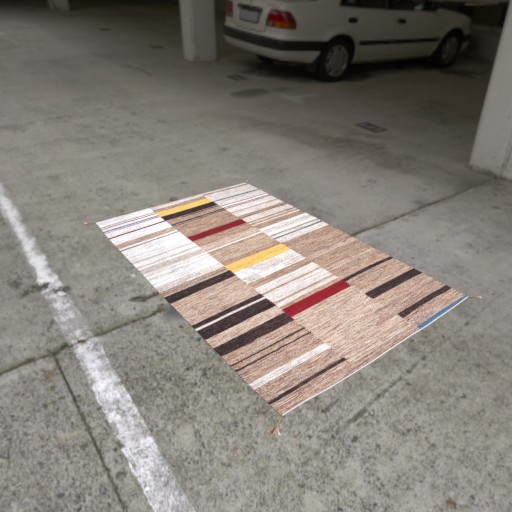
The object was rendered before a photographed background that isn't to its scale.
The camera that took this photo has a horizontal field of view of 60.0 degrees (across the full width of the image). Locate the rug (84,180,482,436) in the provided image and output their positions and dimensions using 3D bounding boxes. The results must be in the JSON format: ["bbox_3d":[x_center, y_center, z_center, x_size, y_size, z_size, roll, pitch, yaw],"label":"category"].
[{"bbox_3d":[0.000,0.000,2.398,1.268,0.007,1.918,-21,37,-31],"label":"rug"}]
